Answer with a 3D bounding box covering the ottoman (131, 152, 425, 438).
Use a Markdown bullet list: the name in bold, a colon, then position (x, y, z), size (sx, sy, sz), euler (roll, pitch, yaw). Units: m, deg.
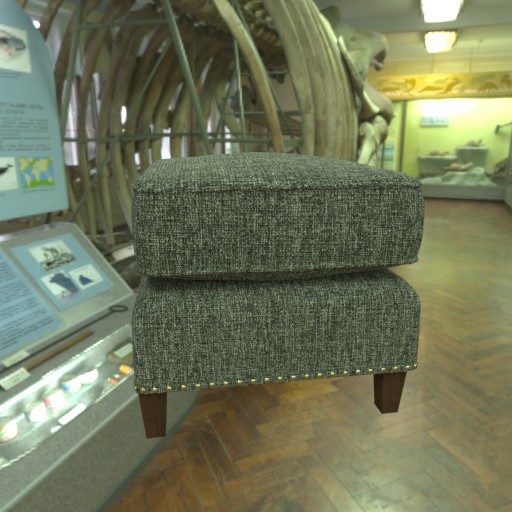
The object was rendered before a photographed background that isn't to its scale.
- **ottoman**: position (0.000, 0.000, 1.176), size (0.589, 0.537, 0.738), euler (-3, 16, -9)
